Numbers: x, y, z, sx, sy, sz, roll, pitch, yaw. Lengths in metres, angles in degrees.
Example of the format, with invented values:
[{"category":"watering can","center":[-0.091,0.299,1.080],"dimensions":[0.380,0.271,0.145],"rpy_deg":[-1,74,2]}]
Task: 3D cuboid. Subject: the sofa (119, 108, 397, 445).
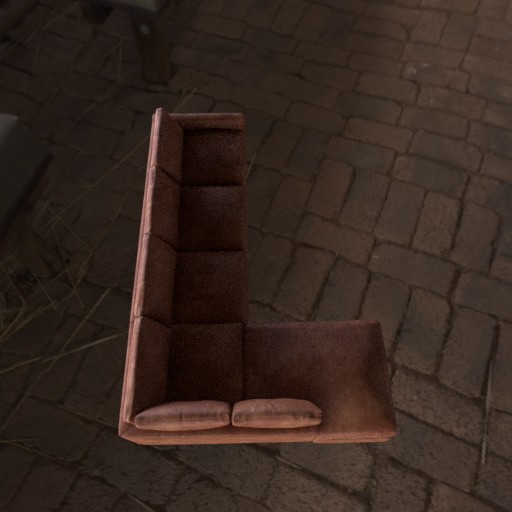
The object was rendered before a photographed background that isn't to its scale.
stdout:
[{"category":"sofa","center":[0.000,0.000,3.841],"dimensions":[1.938,0.877,2.984],"rpy_deg":[-1,63,-1]}]
